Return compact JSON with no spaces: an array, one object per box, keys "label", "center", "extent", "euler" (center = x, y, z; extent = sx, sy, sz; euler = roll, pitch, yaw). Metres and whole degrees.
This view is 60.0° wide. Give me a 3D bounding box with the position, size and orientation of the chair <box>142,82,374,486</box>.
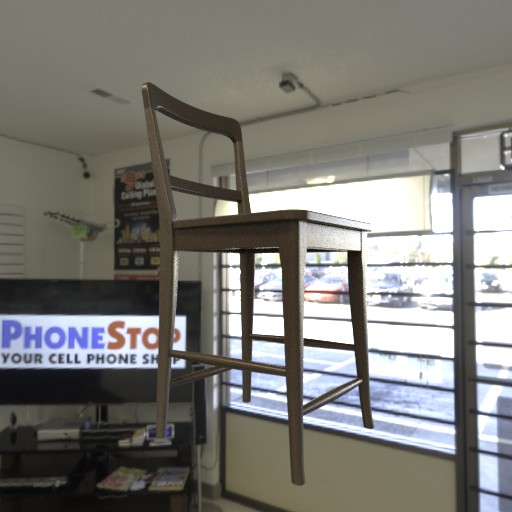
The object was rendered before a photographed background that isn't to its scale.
[{"label":"chair","center":[0.000,0.000,1.273],"extent":[0.546,0.991,0.450],"euler":[-1,-2,36]}]
